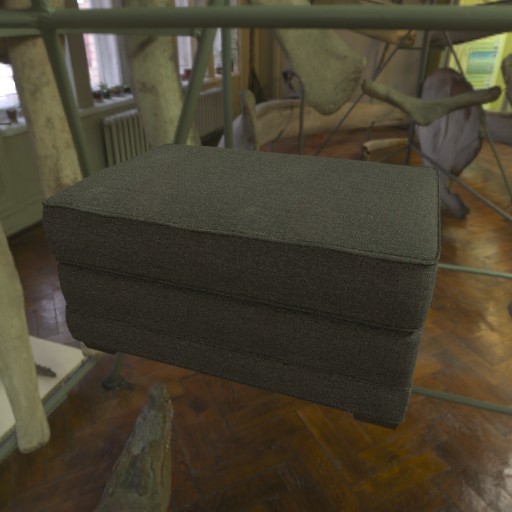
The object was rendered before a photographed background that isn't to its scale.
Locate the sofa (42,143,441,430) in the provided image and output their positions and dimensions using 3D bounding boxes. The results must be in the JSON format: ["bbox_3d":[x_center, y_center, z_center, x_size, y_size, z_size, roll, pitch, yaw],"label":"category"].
[{"bbox_3d":[0.000,0.000,1.180,0.854,0.457,0.578,10,30,17],"label":"sofa"}]
